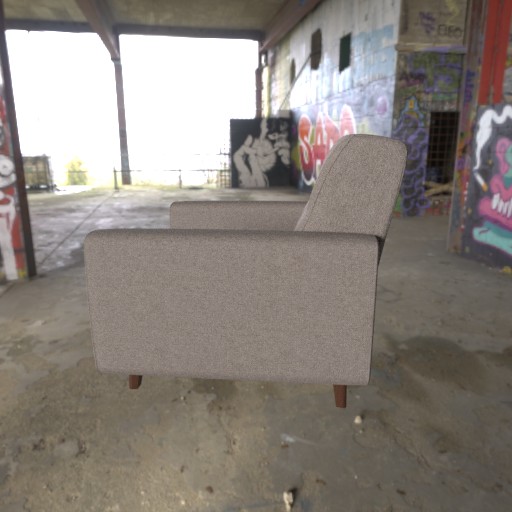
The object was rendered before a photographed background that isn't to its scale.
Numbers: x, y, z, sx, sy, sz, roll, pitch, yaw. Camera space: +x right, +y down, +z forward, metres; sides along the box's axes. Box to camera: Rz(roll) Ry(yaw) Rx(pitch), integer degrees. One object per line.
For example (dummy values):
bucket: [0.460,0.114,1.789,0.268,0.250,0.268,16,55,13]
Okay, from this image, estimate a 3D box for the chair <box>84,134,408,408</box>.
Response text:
chair: [0.000,0.000,1.593,0.907,0.839,0.831,2,14,9]
